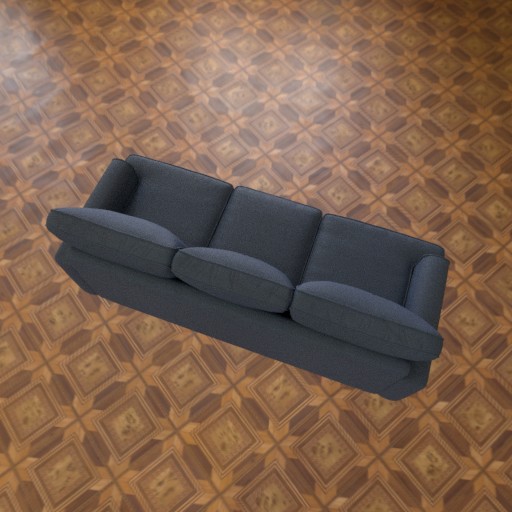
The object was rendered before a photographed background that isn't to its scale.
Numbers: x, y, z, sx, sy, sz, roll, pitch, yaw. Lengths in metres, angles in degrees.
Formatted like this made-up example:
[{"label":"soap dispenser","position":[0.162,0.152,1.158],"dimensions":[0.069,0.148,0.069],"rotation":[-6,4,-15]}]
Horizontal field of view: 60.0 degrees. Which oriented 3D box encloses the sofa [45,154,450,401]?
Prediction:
[{"label":"sofa","position":[0.000,0.000,2.650],"dimensions":[2.158,0.965,0.951],"rotation":[18,66,8]}]
